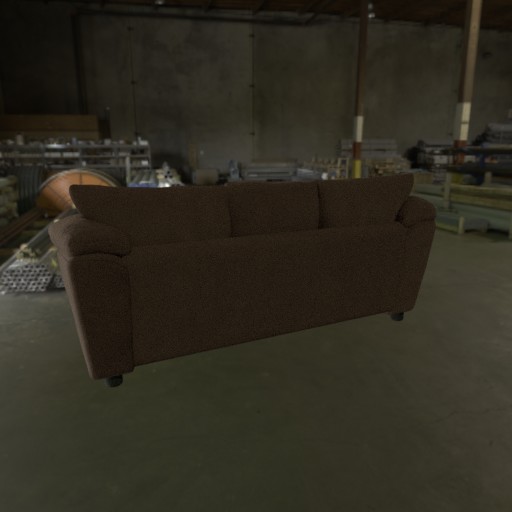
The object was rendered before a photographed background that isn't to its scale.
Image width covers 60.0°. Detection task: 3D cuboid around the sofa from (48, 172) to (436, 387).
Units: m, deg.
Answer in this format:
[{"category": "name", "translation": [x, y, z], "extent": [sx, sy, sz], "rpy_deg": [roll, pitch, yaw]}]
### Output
[{"category": "sofa", "translation": [0.000, 0.000, 2.816], "extent": [2.336, 1.015, 0.878], "rpy_deg": [-7, 16, -26]}]
